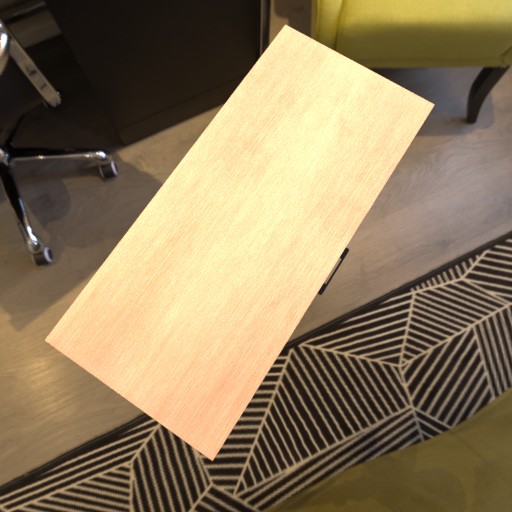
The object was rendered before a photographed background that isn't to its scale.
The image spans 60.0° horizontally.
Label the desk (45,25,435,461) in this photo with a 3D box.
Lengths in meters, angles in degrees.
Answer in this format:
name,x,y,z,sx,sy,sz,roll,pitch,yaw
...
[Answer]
name,x,y,z,sx,sy,sz,roll,pitch,yaw
desk,0.000,0.000,1.438,0.470,0.762,1.016,32,77,8
